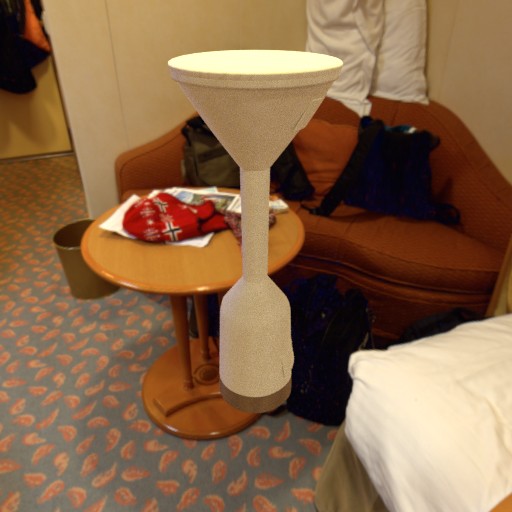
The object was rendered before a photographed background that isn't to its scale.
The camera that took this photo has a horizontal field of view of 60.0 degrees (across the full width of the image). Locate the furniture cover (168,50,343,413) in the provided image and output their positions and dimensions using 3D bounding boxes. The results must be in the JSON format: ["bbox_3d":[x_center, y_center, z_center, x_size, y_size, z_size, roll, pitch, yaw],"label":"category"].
[{"bbox_3d":[0.000,0.000,2.950,0.914,2.413,0.914,11,32,18],"label":"furniture cover"}]
